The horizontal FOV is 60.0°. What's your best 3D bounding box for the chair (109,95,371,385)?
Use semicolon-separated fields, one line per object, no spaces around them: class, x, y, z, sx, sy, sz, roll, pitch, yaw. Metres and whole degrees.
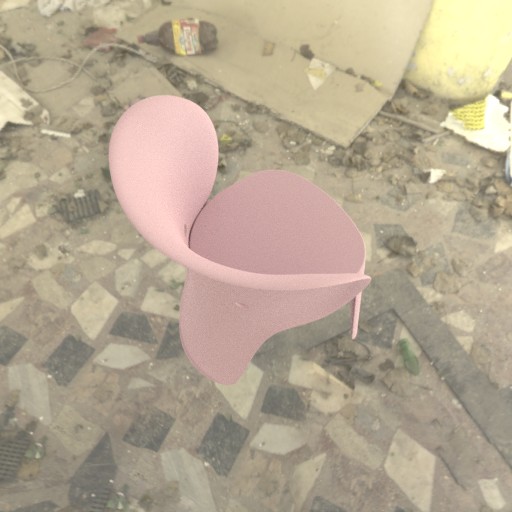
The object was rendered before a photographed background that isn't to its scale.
chair;0.000;0.000;0.867;0.402;0.554;0.451;-32;63;-18
